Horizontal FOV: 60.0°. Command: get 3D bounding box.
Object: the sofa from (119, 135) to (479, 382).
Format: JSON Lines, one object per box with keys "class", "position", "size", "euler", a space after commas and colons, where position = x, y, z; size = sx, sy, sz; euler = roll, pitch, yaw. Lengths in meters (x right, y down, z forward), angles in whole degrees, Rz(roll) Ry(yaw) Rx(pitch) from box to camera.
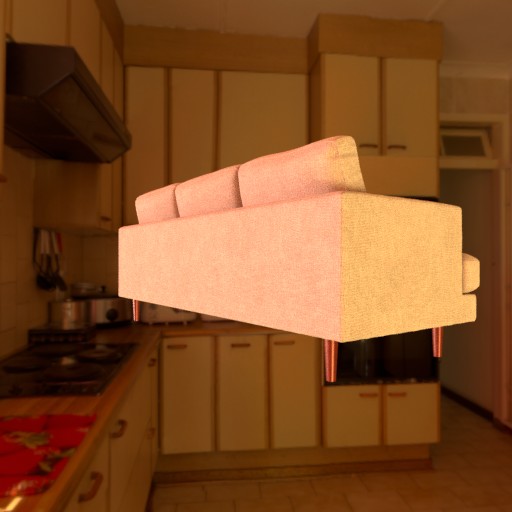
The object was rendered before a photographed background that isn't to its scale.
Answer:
{"class": "sofa", "position": [0.000, 0.000, 2.633], "size": [0.903, 0.930, 2.246], "euler": [0, 0, -36]}
